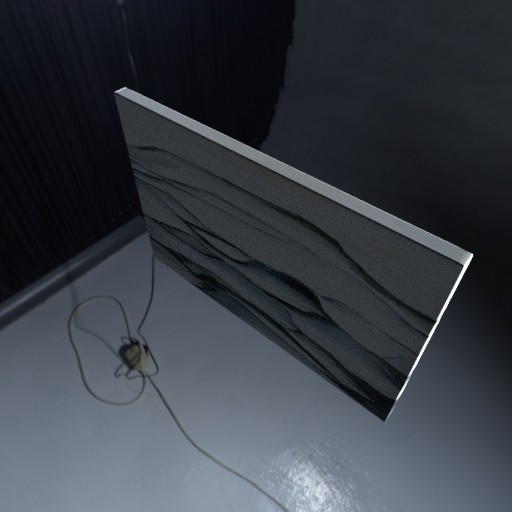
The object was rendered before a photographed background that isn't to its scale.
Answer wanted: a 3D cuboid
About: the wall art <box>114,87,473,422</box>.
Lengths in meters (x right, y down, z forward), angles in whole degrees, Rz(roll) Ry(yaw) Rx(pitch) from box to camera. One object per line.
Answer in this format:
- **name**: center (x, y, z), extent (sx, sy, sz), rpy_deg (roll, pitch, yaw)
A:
- **wall art**: center (0.000, 0.000, 1.147), extent (0.914, 0.609, 0.039), rpy_deg (32, 54, 26)
